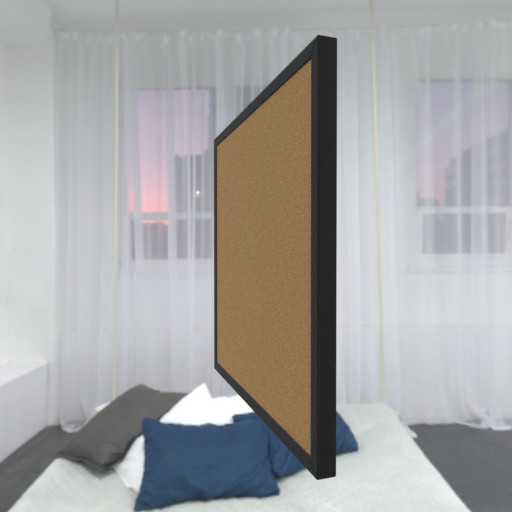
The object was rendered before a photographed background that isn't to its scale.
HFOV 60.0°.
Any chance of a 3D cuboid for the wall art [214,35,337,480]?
[{"bbox_3d":[0.000,0.000,1.124,0.037,0.763,0.763,0,1,-19],"label":"wall art"}]
